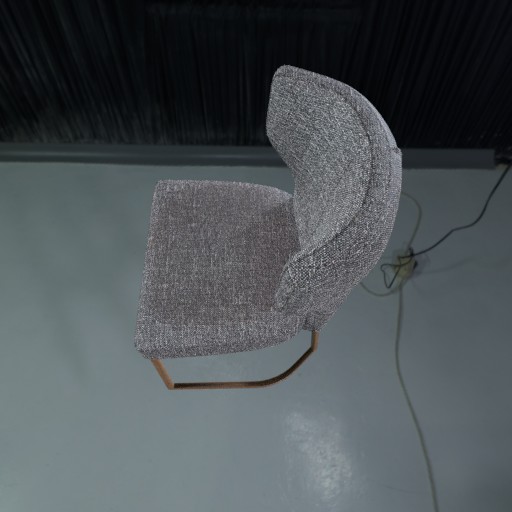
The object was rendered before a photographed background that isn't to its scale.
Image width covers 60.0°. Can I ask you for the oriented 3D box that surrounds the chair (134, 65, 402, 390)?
[{"bbox_3d":[0.000,0.000,1.249,0.617,0.824,0.611,-1,58,-1],"label":"chair"}]
